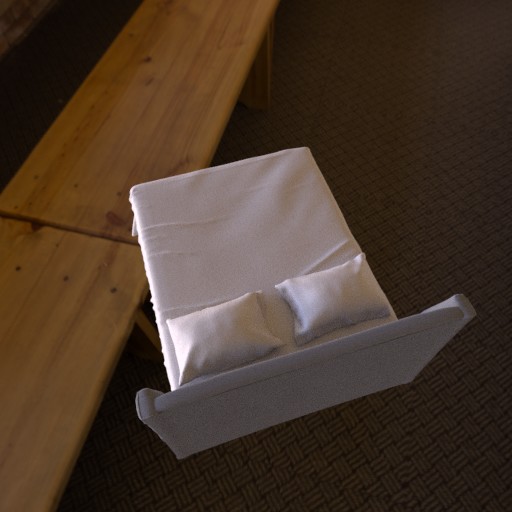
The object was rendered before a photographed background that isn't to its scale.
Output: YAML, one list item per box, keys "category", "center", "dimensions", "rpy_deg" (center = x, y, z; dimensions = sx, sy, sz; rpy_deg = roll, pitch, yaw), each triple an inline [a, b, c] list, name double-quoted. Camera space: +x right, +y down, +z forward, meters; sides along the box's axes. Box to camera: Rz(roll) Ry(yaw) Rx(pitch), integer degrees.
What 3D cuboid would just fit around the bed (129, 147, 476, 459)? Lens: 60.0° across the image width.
- category: "bed"
  center: [0.000, 0.000, 3.438]
  dimensions: [1.925, 1.332, 2.276]
  rpy_deg: [-15, 59, -9]
